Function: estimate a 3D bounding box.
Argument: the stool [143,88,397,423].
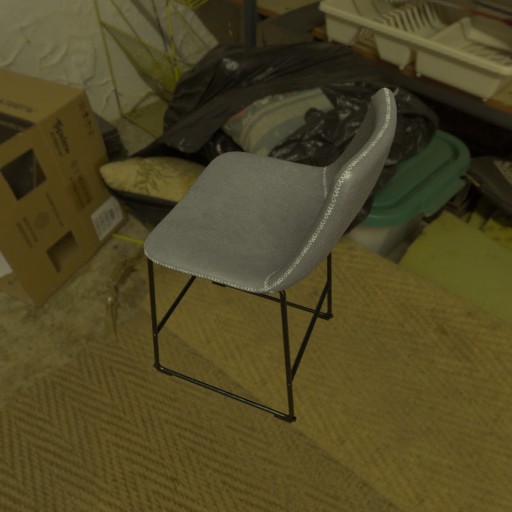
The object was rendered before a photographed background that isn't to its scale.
[{"bbox_3d":[0.000,0.000,1.182,0.546,0.876,0.470,16,48,15],"label":"stool"}]
